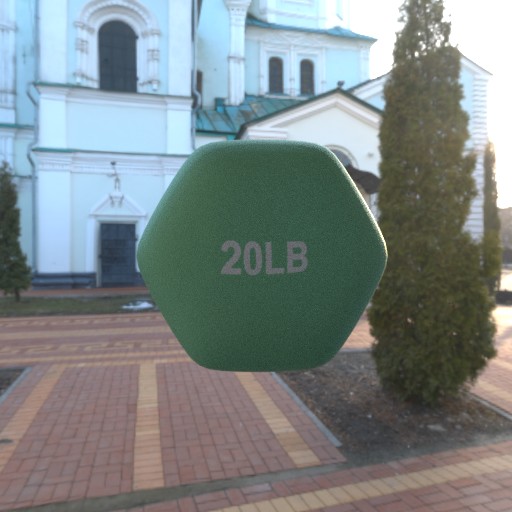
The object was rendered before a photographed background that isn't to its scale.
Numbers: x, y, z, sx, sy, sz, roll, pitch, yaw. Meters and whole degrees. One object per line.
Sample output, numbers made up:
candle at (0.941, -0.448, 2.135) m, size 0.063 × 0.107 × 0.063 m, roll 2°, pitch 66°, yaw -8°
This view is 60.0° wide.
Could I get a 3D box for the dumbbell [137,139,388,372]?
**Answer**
dumbbell at (0.000, 0.000, 0.332) m, size 0.129 × 0.117 × 0.260 m, roll 0°, pitch 0°, yaw -1°
